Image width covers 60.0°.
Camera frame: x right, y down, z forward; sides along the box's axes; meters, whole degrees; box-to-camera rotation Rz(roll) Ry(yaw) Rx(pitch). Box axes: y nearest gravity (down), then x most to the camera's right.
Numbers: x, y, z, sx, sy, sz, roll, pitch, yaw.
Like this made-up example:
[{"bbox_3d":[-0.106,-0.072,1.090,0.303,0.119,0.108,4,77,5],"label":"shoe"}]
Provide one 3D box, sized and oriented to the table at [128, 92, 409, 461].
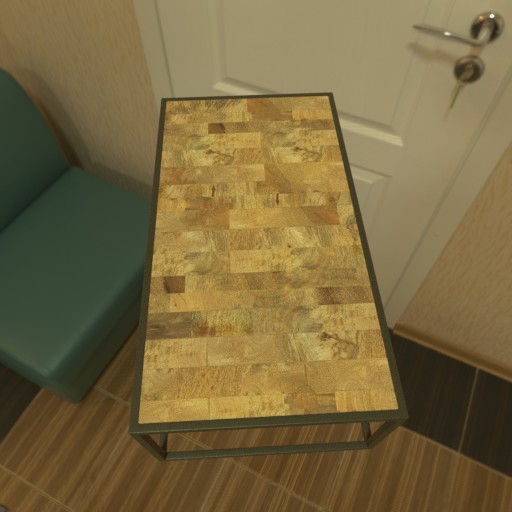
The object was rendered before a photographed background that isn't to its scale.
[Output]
[{"bbox_3d":[0.000,0.000,1.515,0.649,0.398,1.199,-3,57,-2],"label":"table"}]
